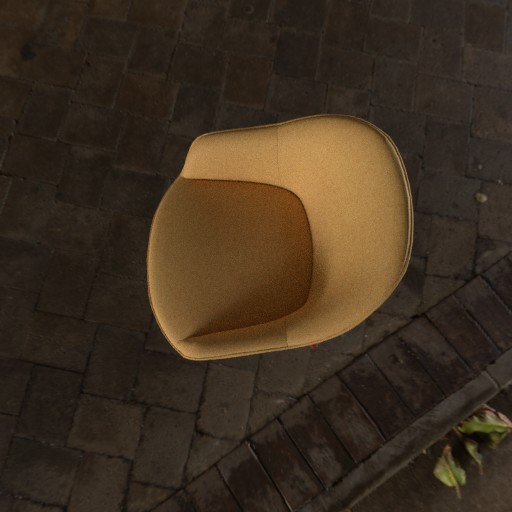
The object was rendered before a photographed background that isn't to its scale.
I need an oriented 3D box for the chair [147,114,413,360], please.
[{"bbox_3d":[0.000,0.000,1.287,0.635,0.823,0.596,-1,75,0],"label":"chair"}]
